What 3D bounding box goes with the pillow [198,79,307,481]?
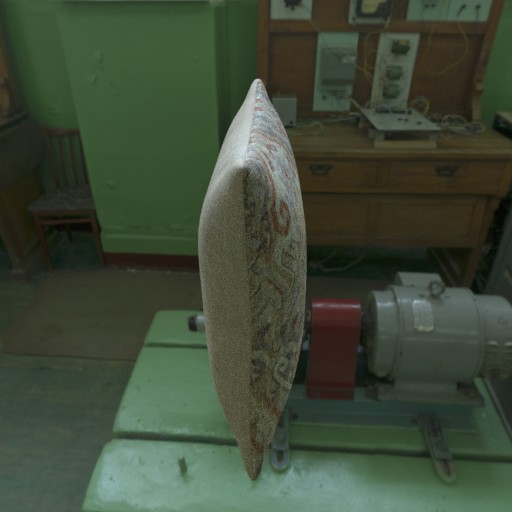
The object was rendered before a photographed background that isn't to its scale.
[{"bbox_3d":[0.000,0.000,0.781,0.166,0.506,0.523,1,31,2],"label":"pillow"}]
